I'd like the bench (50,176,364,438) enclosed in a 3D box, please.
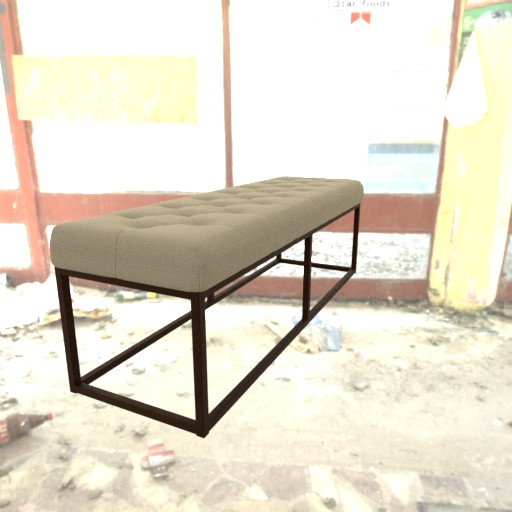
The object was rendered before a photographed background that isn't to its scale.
[{"bbox_3d":[0.000,0.000,1.722,0.479,0.488,1.488,8,17,25],"label":"bench"}]
